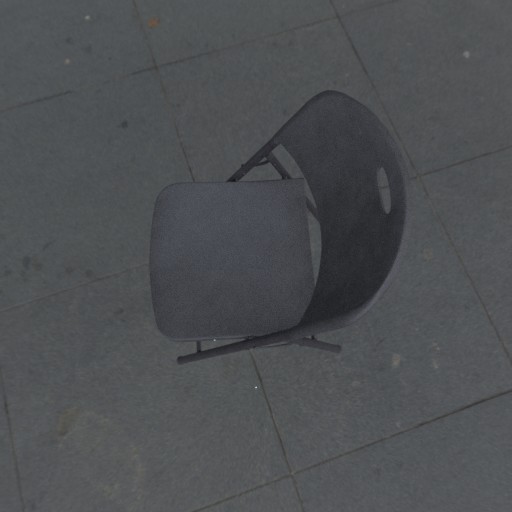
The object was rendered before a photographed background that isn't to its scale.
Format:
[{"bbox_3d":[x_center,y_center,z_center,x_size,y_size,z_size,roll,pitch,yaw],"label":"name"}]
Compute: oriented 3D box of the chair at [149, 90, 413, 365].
[{"bbox_3d":[0.000,0.000,1.181,0.567,0.810,0.494,-4,74,-1],"label":"chair"}]
